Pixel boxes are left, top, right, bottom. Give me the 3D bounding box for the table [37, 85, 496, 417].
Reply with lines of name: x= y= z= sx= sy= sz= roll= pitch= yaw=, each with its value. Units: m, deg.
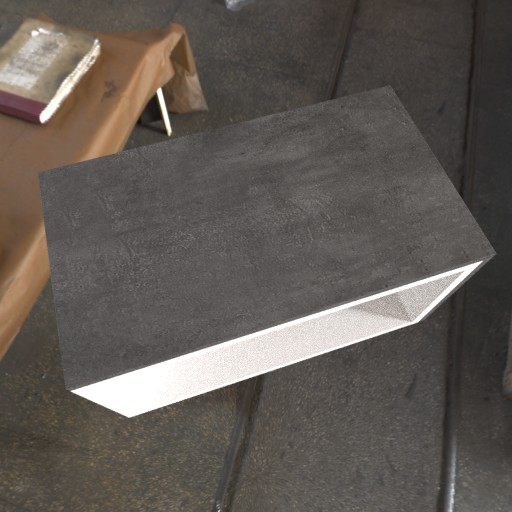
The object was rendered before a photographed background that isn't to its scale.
table: x=0.000 y=0.000 z=0.920 sx=0.700 sy=0.350 sz=0.400 roll=-16 pitch=65 yaw=-8
